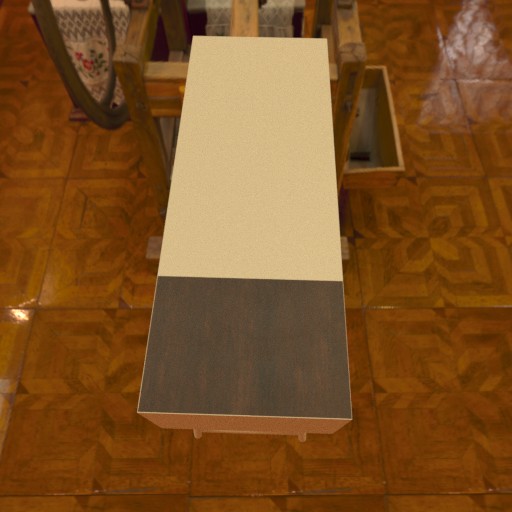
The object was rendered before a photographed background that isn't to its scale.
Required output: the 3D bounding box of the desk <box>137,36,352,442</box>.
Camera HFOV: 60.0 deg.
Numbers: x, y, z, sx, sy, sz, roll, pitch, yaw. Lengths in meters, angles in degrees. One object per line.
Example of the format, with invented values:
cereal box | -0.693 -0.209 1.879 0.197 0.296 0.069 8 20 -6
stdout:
desk | 0.000 0.000 1.405 0.409 0.761 1.069 2 62 1
